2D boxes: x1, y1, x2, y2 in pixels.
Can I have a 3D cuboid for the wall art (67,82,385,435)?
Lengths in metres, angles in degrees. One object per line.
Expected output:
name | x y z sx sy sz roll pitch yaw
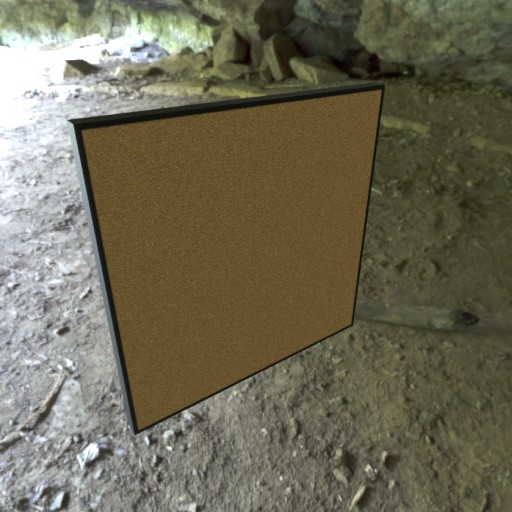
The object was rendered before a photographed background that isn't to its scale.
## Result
wall art | 0.000 0.000 0.753 0.513 0.511 0.028 -19 34 -30
